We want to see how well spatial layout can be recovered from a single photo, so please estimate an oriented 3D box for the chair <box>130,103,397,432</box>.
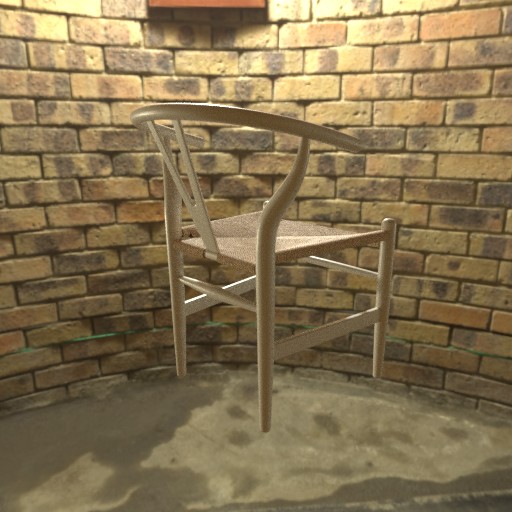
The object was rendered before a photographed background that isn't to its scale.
[{"bbox_3d":[0.000,0.000,1.162,0.579,0.730,0.569,-14,20,-42],"label":"chair"}]
